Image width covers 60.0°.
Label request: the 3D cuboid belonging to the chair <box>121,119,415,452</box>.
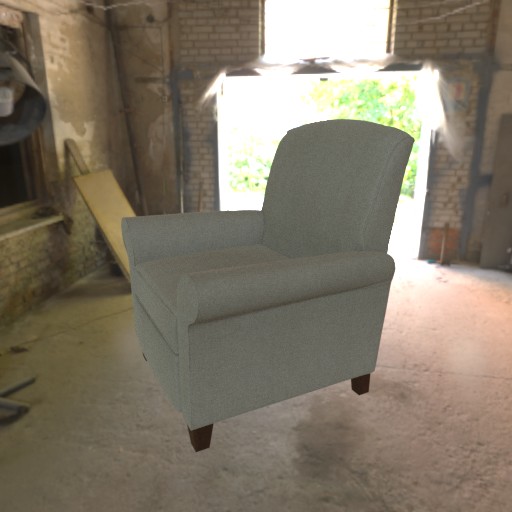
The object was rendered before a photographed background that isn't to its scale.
[{"bbox_3d":[0.000,0.000,1.799,0.905,1.061,0.978,-9,19,-26],"label":"chair"}]
